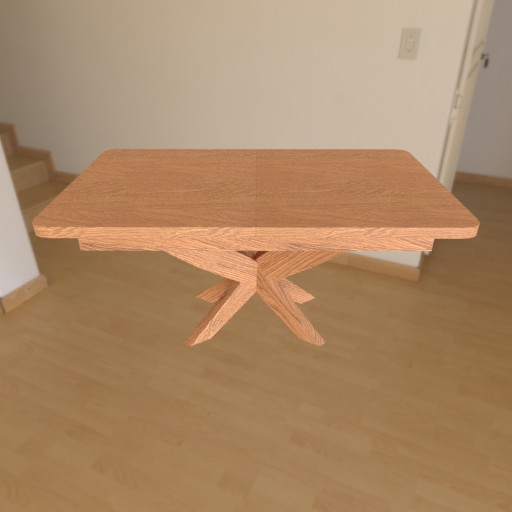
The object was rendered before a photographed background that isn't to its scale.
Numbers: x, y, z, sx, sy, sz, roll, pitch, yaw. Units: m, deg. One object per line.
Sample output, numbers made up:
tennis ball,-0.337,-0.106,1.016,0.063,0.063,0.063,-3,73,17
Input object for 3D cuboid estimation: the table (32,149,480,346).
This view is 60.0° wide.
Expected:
table,0.000,0.000,2.140,1.600,0.770,0.950,0,30,0
